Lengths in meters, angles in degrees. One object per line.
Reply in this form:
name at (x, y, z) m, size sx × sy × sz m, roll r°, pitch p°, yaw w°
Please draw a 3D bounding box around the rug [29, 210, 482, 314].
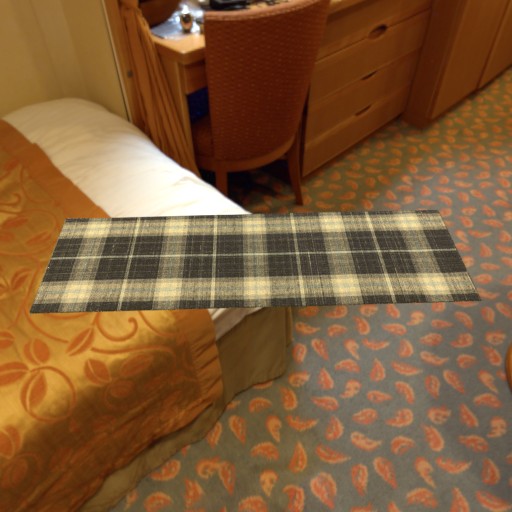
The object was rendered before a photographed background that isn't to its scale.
rug at (0.000, 0.000, 2.636) m, size 2.434 × 0.012 × 0.760 m, roll -1°, pitch 47°, yaw -1°
